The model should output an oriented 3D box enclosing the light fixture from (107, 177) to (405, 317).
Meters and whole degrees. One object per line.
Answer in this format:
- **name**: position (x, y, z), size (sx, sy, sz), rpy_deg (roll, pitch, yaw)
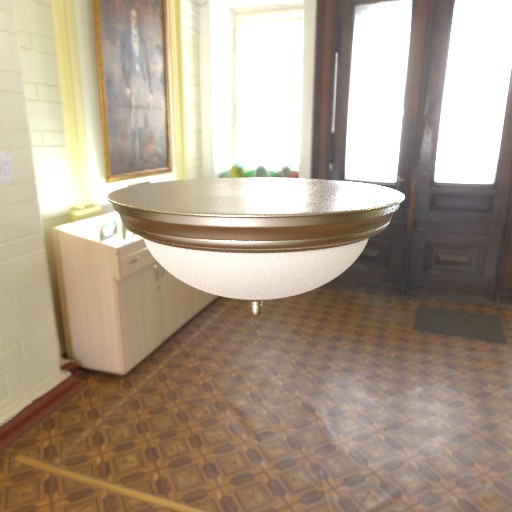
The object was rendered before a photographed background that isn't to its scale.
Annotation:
- **light fixture**: position (0.000, 0.000, 0.455), size (0.280, 0.135, 0.280), rpy_deg (0, 15, 0)
